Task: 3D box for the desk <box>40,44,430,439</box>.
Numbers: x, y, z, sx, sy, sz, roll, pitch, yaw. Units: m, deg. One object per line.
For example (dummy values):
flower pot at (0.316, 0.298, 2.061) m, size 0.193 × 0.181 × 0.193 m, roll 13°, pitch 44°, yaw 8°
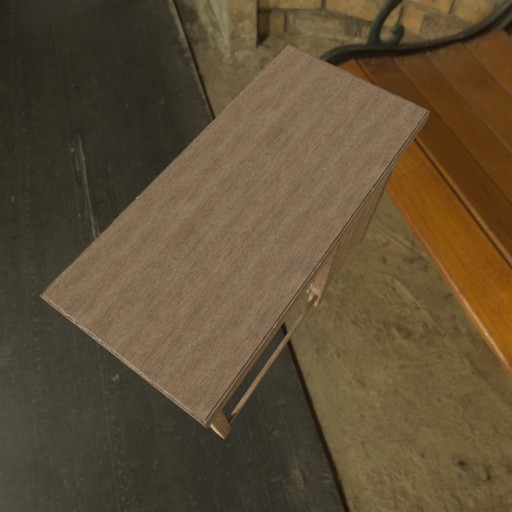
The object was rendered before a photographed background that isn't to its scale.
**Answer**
desk at (0.000, 0.000, 1.827) m, size 0.610 × 0.912 × 1.289 m, roll 33°, pitch 68°, yaw 15°
